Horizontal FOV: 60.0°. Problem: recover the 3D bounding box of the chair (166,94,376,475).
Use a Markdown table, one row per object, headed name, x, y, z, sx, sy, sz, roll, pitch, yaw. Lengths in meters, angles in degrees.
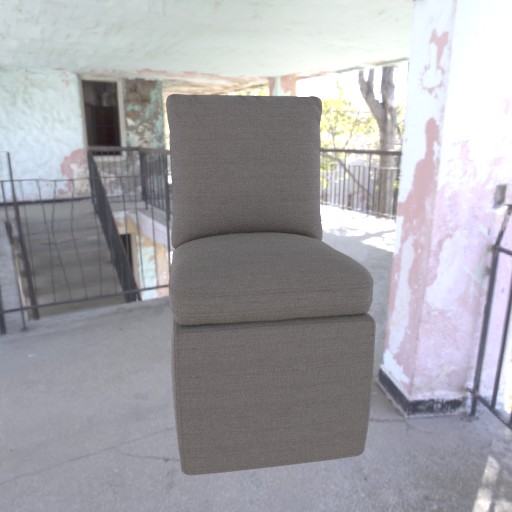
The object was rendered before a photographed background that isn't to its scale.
| name | x | y | z | sx | sy | sz | roll | pitch | yaw |
| --- | --- | --- | --- | --- | --- | --- | --- | --- | --- |
| chair | 0.000 | 0.000 | 1.305 | 0.503 | 0.927 | 0.698 | -2 | 15 | -9 |
